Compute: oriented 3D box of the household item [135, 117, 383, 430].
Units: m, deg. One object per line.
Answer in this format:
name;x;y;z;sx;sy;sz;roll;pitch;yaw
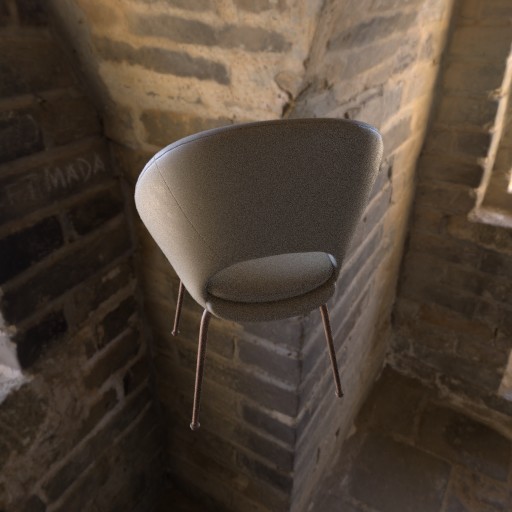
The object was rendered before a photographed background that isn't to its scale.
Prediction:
household item;0.000;0.000;1.267;0.623;0.852;0.573;-8;28;-14
